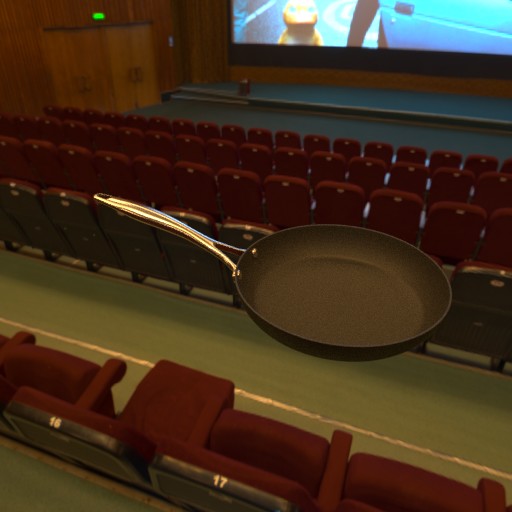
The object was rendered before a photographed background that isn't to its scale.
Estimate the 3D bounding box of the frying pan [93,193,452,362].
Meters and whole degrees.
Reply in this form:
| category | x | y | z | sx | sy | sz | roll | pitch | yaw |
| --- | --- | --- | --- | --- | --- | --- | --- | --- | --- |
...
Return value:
| category | x | y | z | sx | sy | sz | roll | pitch | yaw |
| --- | --- | --- | --- | --- | --- | --- | --- | --- | --- |
| frying pan | 0.000 | 0.000 | 0.569 | 0.472 | 0.105 | 0.255 | 11 | 33 | 17 |
